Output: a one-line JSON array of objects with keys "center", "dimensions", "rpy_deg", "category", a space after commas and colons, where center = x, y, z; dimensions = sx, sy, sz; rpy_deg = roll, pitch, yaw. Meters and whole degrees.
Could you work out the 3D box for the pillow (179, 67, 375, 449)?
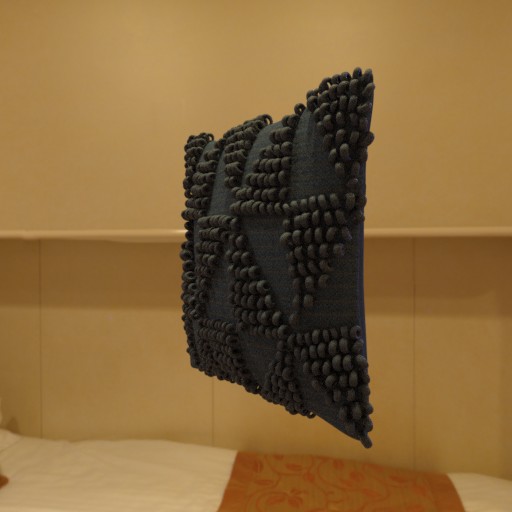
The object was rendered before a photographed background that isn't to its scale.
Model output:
[{"center": [0.000, 0.000, 0.714], "dimensions": [0.172, 0.466, 0.469], "rpy_deg": [-1, 1, -36], "category": "pillow"}]
